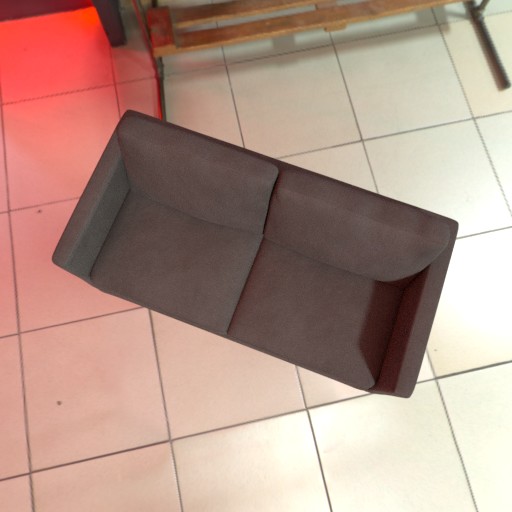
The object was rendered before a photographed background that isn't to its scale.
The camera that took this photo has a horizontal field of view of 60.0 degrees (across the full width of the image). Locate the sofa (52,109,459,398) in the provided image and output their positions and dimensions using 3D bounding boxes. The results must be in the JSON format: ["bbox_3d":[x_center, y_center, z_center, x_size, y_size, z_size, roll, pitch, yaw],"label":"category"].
[{"bbox_3d":[0.000,0.000,2.476,1.884,0.963,0.950,20,76,5],"label":"sofa"}]
